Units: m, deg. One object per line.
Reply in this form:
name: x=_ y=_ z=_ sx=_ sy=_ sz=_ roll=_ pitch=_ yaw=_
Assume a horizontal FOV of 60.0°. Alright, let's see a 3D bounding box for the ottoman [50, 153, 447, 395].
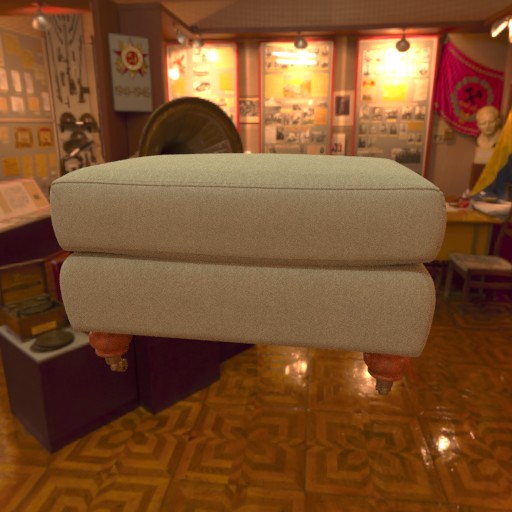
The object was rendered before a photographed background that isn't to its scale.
ottoman: x=0.000 y=0.000 z=1.119 sx=0.773 sy=0.499 sz=0.569 roll=3 pitch=16 yaw=9
